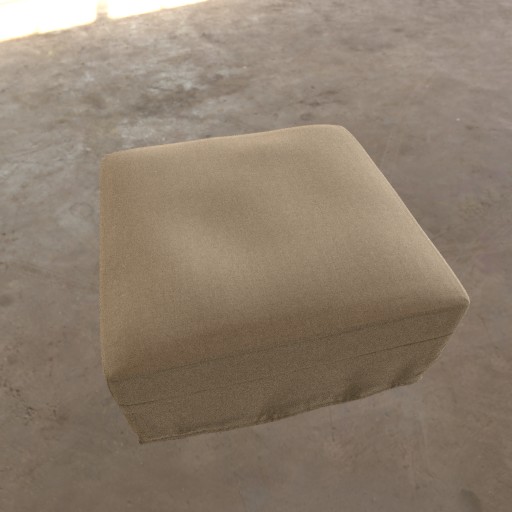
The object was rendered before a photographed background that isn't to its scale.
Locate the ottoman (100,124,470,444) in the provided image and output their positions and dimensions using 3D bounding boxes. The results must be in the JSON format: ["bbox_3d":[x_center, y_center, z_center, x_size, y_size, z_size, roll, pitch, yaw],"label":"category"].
[{"bbox_3d":[0.000,0.000,1.327,0.843,0.436,0.840,-10,47,-9],"label":"ottoman"}]
